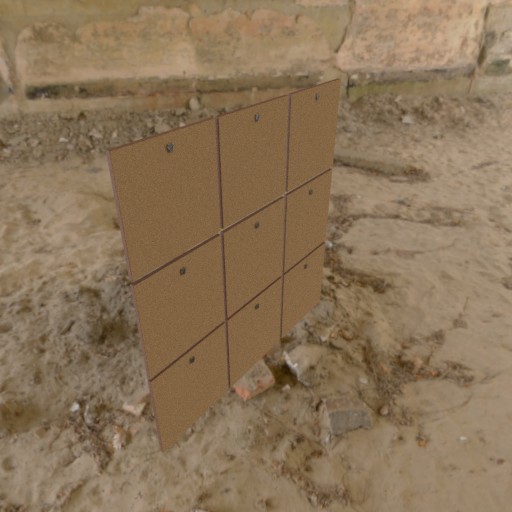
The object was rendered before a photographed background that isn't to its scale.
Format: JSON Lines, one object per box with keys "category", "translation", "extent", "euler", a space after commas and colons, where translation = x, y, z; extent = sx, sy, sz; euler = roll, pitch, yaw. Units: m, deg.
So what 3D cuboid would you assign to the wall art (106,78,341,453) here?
{"category": "wall art", "translation": [0.000, 0.000, 1.840], "extent": [0.024, 1.218, 1.221], "euler": [22, 38, 31]}
